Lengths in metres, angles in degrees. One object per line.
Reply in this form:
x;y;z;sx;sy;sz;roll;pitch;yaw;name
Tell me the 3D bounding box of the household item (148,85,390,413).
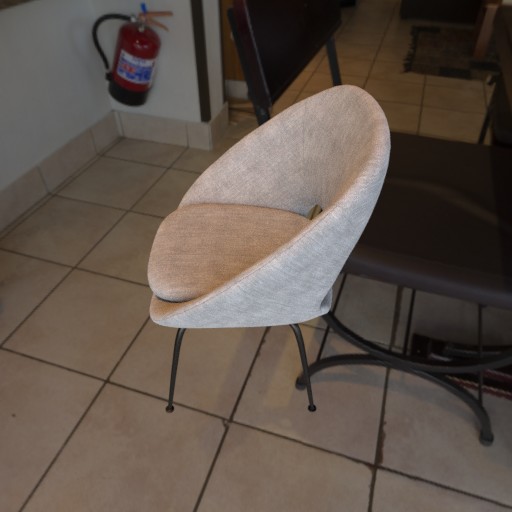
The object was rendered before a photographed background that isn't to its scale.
0.000;0.000;1.261;0.587;0.869;0.643;0;41;0;household item
